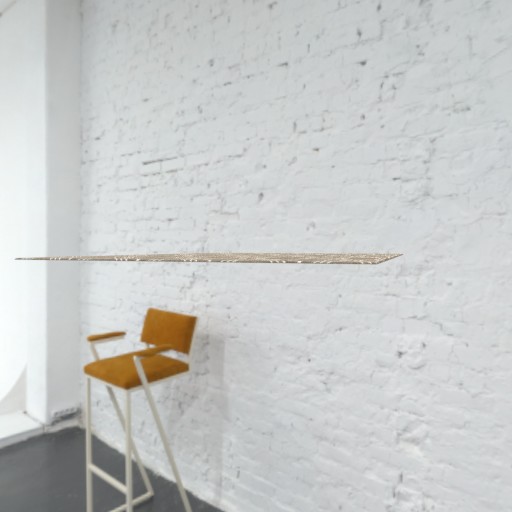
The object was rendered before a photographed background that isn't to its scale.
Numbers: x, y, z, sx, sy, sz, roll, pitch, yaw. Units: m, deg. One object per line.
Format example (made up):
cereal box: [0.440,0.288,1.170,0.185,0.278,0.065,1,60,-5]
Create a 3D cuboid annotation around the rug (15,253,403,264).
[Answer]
rug: [0.000,0.000,4.090,2.457,0.012,3.062,0,1,21]
